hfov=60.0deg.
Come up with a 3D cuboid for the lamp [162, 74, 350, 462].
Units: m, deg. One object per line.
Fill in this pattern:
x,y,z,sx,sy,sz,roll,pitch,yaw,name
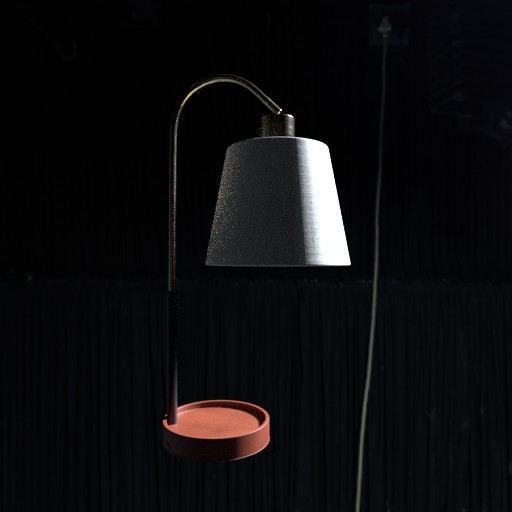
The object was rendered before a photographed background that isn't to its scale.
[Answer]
0.000,0.000,0.654,0.273,0.536,0.211,0,0,1,lamp
